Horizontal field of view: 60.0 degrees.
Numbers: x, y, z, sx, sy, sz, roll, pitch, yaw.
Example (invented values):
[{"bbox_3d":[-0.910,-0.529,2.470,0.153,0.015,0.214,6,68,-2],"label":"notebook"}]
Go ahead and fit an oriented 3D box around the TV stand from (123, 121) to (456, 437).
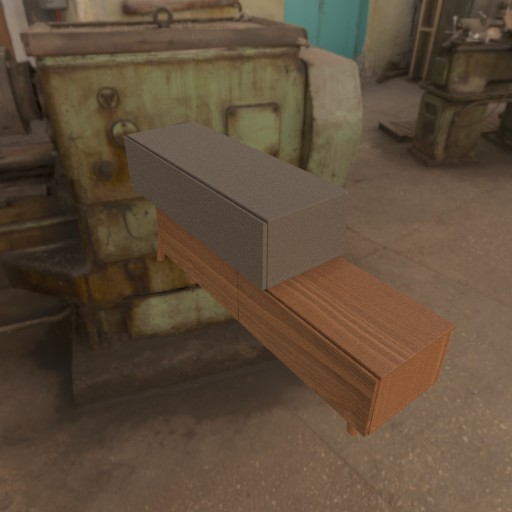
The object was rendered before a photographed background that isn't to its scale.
[{"bbox_3d":[0.000,0.000,1.565,0.329,0.591,1.336,-22,39,-30],"label":"TV stand"}]
